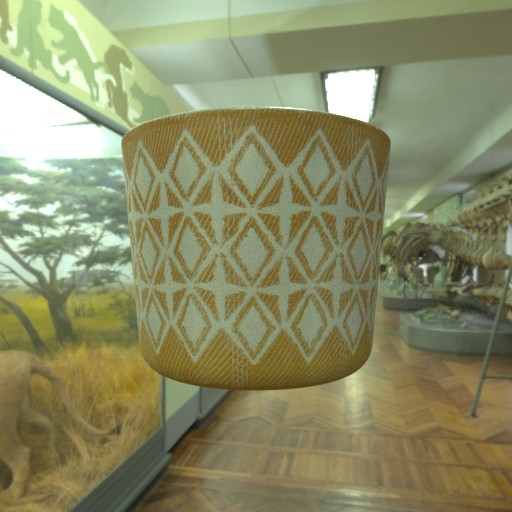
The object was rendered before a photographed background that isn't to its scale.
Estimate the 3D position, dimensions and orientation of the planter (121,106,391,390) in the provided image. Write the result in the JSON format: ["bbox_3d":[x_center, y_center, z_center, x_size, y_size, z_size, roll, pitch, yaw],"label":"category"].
[{"bbox_3d":[0.000,0.000,0.217,0.126,0.104,0.126,0,0,0],"label":"planter"}]
